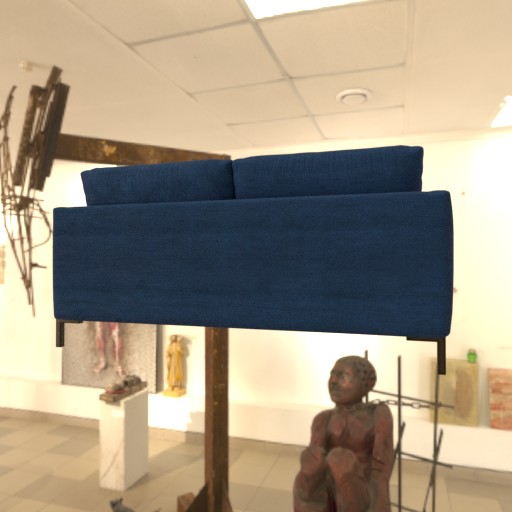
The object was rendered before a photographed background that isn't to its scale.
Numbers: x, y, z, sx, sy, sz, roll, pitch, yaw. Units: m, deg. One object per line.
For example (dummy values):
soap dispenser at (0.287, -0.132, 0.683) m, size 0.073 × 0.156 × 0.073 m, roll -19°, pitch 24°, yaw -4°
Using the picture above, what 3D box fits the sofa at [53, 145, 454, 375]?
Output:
sofa at (0.000, 0.000, 2.142) m, size 1.676 × 0.817 × 0.875 m, roll 0°, pitch -1°, yaw 18°
